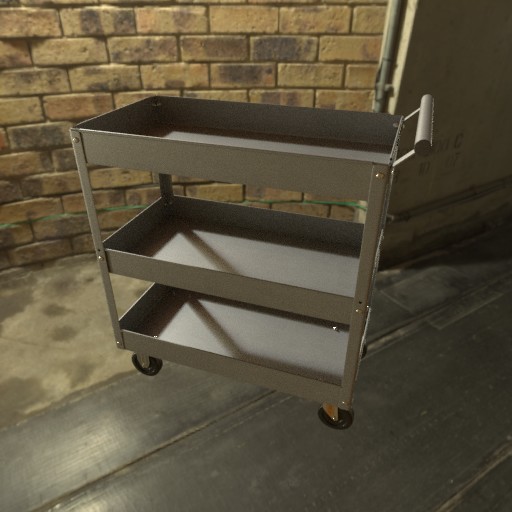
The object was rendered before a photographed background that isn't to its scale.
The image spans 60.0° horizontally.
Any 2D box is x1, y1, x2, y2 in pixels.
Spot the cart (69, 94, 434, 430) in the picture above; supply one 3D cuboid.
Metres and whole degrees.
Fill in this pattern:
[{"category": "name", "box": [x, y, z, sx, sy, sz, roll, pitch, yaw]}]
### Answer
[{"category": "cart", "box": [0.000, 0.000, 1.147, 0.719, 0.780, 0.366, 10, 33, 16]}]
